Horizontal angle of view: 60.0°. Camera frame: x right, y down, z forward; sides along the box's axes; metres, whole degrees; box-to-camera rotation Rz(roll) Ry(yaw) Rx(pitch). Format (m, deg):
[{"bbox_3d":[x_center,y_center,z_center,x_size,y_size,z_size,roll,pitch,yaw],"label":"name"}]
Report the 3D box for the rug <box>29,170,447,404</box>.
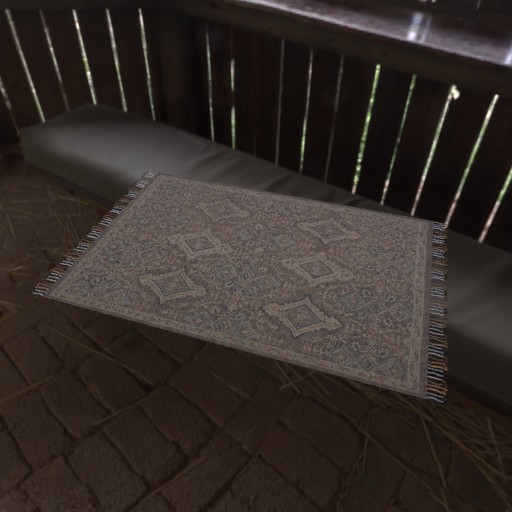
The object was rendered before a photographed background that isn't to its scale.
[{"bbox_3d":[0.000,0.000,2.965,2.434,0.010,1.516,12,43,13],"label":"rug"}]
